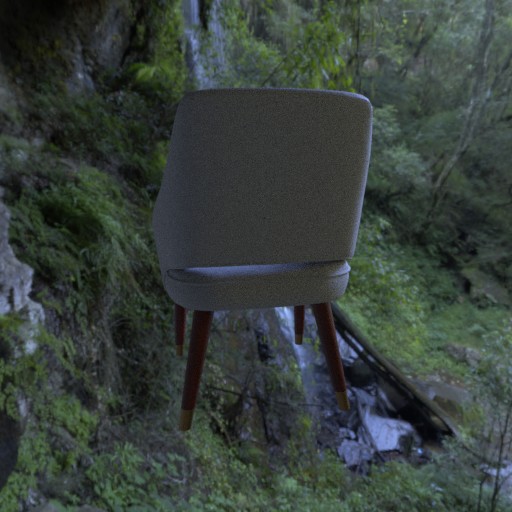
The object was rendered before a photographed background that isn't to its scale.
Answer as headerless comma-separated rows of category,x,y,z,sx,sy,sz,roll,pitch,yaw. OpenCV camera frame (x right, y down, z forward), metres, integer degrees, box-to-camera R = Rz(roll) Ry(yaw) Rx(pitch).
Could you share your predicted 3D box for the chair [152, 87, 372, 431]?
chair,0.000,0.000,1.337,0.609,0.889,0.600,-3,15,-11
